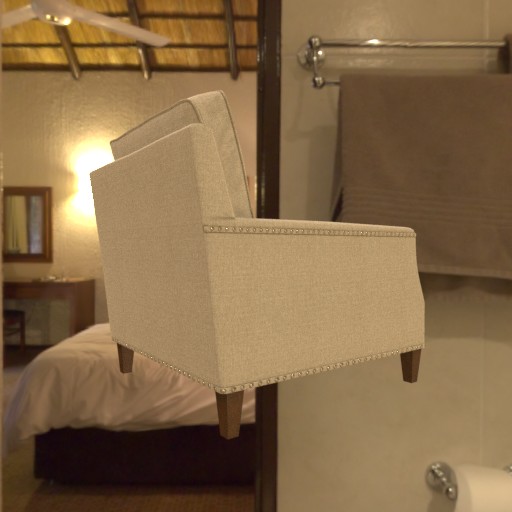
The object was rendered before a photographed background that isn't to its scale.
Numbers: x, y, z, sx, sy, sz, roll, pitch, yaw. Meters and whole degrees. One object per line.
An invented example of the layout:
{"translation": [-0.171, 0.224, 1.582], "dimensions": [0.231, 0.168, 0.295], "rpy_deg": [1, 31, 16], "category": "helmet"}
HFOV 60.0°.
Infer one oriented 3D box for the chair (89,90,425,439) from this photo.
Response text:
{"translation": [0.000, 0.000, 1.705], "dimensions": [1.014, 0.943, 0.853], "rpy_deg": [-1, 1, -37], "category": "chair"}
